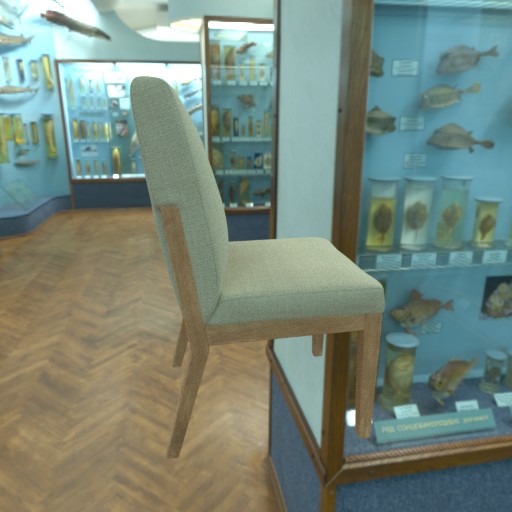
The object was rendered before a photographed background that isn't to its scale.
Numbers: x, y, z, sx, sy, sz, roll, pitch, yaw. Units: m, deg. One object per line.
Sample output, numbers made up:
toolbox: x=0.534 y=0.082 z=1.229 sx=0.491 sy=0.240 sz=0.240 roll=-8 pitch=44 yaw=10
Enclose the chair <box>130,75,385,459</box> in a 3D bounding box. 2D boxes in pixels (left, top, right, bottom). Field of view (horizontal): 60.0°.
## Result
chair: x=0.000 y=0.000 z=1.256 sx=0.586 sy=0.911 sz=0.507 roll=-2 pitch=17 yaw=-8
